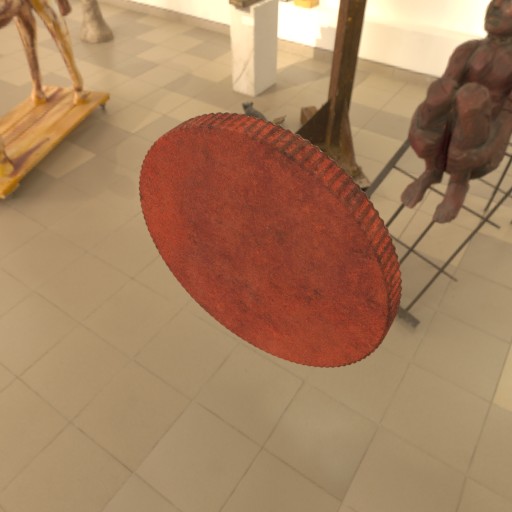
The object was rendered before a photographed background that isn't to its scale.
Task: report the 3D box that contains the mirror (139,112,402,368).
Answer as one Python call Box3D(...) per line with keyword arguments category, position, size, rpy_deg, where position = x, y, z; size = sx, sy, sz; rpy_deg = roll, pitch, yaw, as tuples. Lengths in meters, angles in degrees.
Box3D(category="mirror", position=(0.000, 0.000, 0.937), size=(0.609, 0.609, 0.056), rpy_deg=(26, 51, 23))
